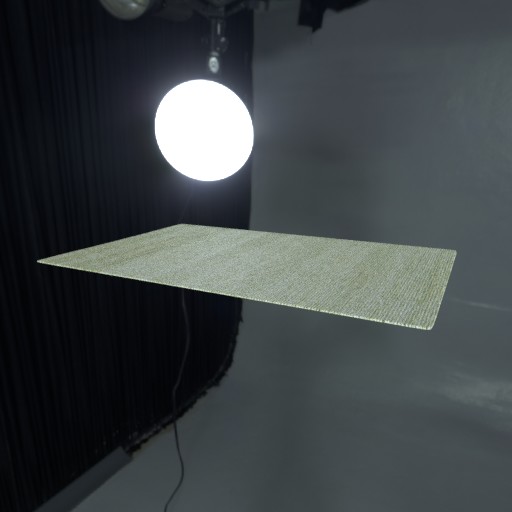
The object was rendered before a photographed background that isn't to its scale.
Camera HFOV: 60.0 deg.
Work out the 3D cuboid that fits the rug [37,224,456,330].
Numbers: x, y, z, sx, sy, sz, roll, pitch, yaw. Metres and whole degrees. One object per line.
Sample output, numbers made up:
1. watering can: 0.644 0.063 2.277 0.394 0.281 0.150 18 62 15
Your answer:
1. rug: 0.000 0.000 2.195 1.758 0.010 1.143 7 16 26
